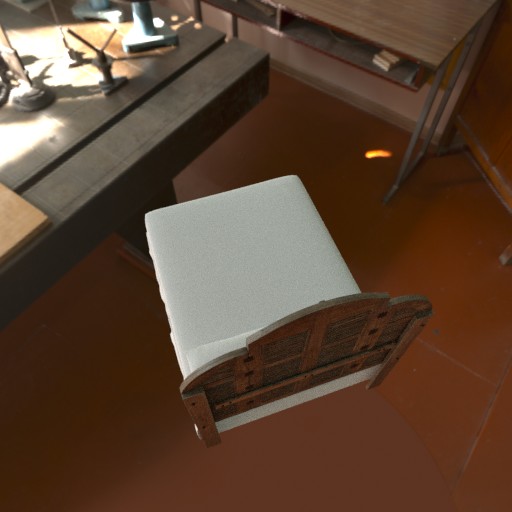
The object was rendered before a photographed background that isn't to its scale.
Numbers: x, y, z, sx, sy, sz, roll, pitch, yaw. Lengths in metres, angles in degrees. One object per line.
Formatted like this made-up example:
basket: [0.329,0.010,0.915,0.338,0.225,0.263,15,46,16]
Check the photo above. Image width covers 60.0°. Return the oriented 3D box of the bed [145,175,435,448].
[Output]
bed: [0.000,0.000,3.548,1.713,2.019,2.138,-16,58,-10]
